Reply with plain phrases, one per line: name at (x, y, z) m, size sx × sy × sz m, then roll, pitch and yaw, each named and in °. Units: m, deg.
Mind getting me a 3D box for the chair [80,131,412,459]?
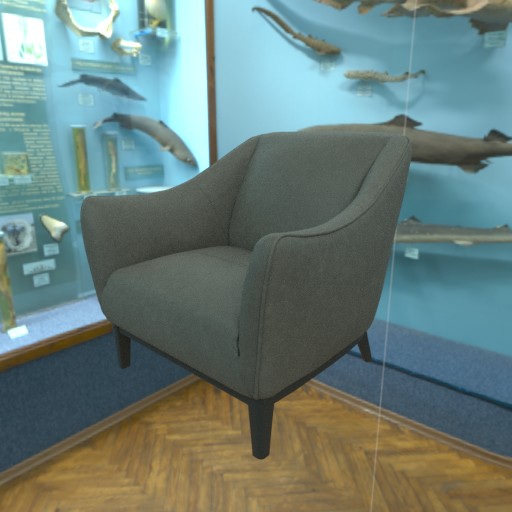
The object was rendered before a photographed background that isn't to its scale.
chair at (0.000, 0.000, 1.534) m, size 0.871 × 0.830 × 0.852 m, roll 14°, pitch 21°, yaw 41°
